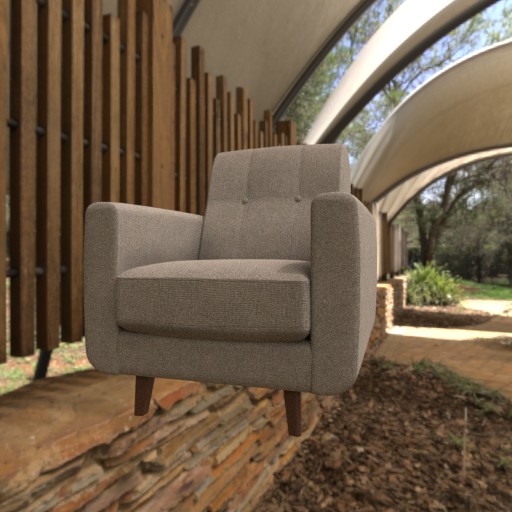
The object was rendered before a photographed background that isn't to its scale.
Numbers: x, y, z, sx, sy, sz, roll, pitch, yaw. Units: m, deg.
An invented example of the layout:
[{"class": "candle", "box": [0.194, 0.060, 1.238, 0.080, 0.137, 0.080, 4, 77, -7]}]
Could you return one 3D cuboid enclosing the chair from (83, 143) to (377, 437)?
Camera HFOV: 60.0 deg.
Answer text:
[{"class": "chair", "box": [0.000, 0.000, 1.662, 0.845, 0.968, 0.942, 0, 0, 18]}]
